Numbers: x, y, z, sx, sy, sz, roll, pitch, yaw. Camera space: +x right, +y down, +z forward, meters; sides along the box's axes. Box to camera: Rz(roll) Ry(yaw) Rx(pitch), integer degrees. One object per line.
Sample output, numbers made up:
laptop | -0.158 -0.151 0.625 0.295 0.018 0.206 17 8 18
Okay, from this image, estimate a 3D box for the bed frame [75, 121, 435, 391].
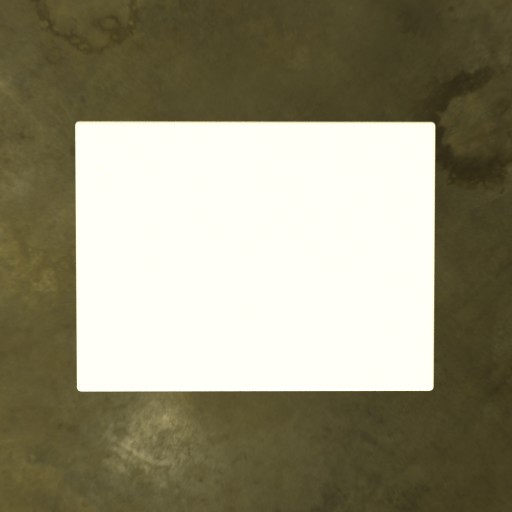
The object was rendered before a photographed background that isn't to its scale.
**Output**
bed frame | 0.000 0.000 2.836 2.072 0.659 1.557 0 91 0
